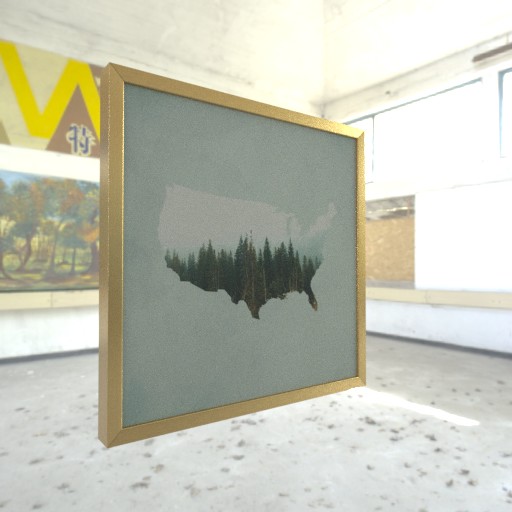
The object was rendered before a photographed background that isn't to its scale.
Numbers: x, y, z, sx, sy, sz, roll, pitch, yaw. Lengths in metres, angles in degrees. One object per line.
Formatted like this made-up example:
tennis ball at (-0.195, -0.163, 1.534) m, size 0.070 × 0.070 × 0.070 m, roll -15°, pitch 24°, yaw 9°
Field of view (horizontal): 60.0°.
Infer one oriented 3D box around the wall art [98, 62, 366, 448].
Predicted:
wall art at (0.000, 0.000, 0.749) m, size 0.509 × 0.509 × 0.040 m, roll 1°, pitch -1°, yaw -36°
